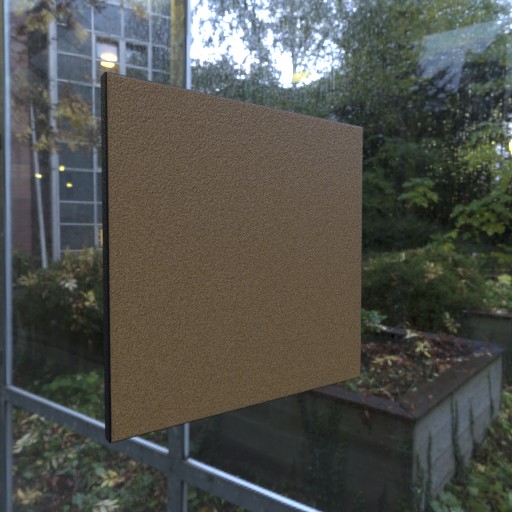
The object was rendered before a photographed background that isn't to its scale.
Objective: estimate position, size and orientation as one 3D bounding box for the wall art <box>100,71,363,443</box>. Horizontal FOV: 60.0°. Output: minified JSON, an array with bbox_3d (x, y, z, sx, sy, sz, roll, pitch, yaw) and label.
[{"bbox_3d":[0.000,0.000,0.677,0.456,0.453,0.022,-2,3,-35],"label":"wall art"}]
